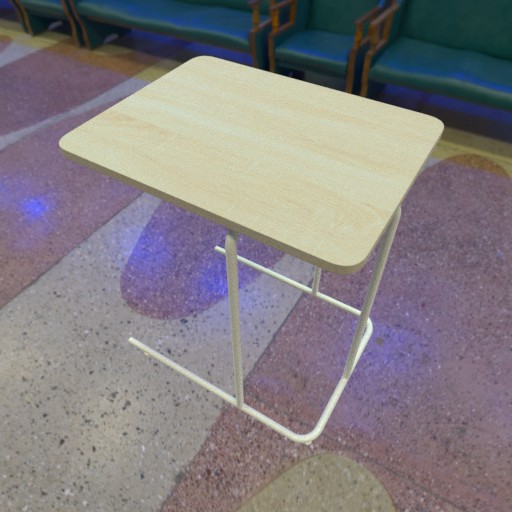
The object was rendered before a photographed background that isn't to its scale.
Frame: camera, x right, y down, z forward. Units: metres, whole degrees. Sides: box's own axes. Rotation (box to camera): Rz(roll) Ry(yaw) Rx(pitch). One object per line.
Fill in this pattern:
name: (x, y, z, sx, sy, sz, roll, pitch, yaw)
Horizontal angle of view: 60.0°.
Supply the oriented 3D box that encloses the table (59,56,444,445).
table: (0.000, 0.000, 0.871, 0.480, 0.550, 0.370, 24, 51, 21)
